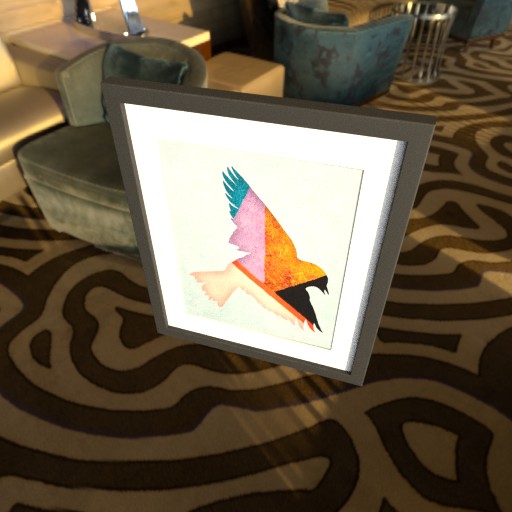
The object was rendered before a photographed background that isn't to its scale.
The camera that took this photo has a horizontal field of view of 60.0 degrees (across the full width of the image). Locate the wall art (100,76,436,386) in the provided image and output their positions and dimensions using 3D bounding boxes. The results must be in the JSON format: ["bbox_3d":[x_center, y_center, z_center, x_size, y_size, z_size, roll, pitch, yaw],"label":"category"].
[{"bbox_3d":[0.000,0.000,0.771,0.457,0.558,0.028,12,43,13],"label":"wall art"}]
